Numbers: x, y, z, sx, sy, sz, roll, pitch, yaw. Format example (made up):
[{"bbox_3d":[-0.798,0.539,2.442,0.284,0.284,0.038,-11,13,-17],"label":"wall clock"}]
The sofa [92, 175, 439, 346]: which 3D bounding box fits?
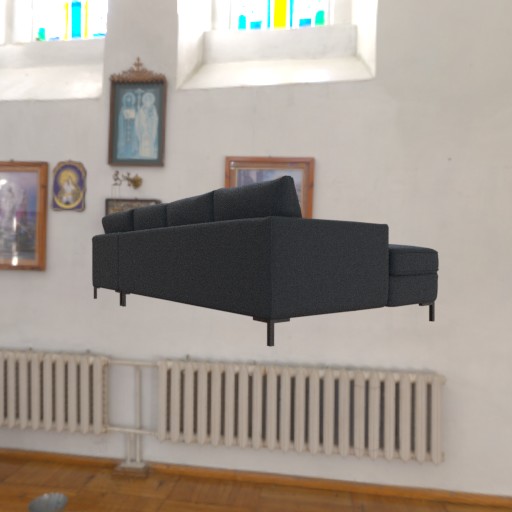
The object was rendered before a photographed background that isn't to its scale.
[{"bbox_3d":[0.000,0.000,3.856,1.984,0.858,2.975,0,0,-36],"label":"sofa"}]
